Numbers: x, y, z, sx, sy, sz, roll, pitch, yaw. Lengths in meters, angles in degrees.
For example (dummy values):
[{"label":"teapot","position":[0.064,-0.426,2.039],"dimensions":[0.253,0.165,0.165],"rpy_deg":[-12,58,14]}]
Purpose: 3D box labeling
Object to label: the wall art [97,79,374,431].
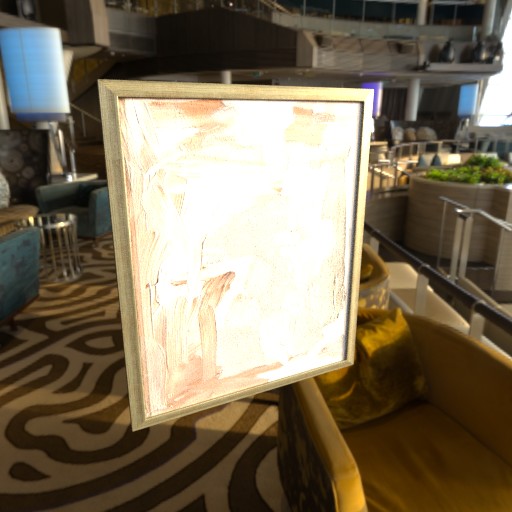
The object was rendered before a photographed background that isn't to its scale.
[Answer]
[{"label":"wall art","position":[0.000,0.000,0.915],"dimensions":[0.559,0.660,0.018],"rpy_deg":[-9,19,-26]}]
